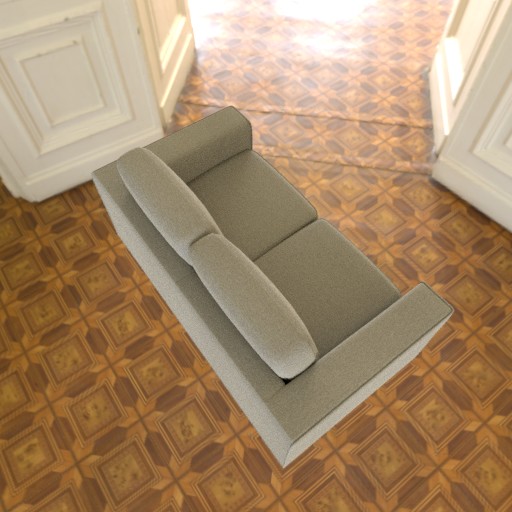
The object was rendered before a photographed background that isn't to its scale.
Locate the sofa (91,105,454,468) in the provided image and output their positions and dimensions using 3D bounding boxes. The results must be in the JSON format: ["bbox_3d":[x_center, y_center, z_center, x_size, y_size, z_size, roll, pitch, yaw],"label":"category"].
[{"bbox_3d":[0.000,0.000,2.464,1.007,0.924,1.812,-32,63,-19],"label":"sofa"}]
